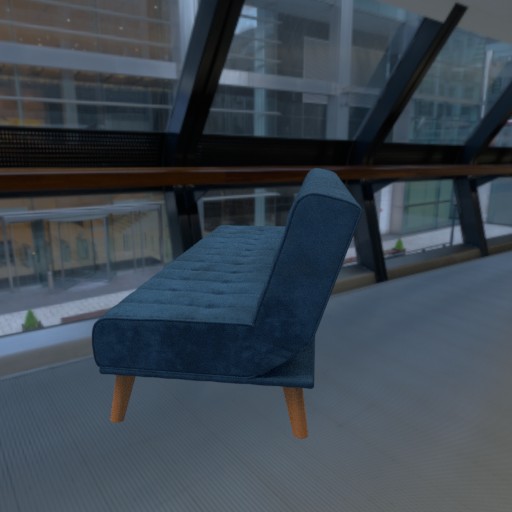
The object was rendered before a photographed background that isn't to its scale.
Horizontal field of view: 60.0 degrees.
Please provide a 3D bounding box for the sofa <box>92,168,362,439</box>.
[{"bbox_3d":[0.000,0.000,2.257,0.855,0.813,1.804,2,14,8],"label":"sofa"}]
